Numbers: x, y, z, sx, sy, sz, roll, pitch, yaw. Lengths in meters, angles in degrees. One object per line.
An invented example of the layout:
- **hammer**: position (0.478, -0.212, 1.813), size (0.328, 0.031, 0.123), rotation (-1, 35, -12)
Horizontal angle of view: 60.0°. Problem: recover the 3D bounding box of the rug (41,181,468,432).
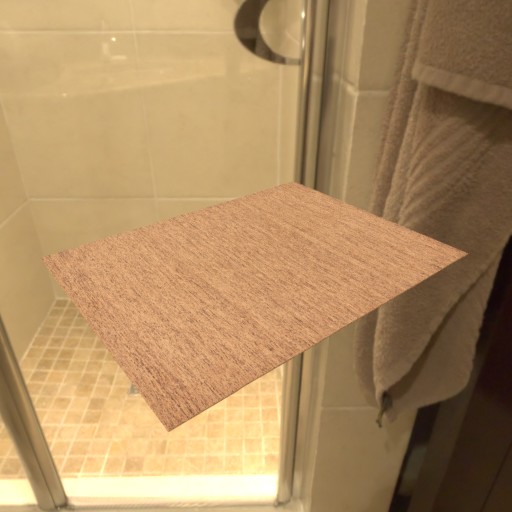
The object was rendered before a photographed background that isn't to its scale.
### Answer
- **rug**: position (0.000, 0.000, 4.175), size (3.205, 0.013, 2.448), rotation (-22, 37, -32)
